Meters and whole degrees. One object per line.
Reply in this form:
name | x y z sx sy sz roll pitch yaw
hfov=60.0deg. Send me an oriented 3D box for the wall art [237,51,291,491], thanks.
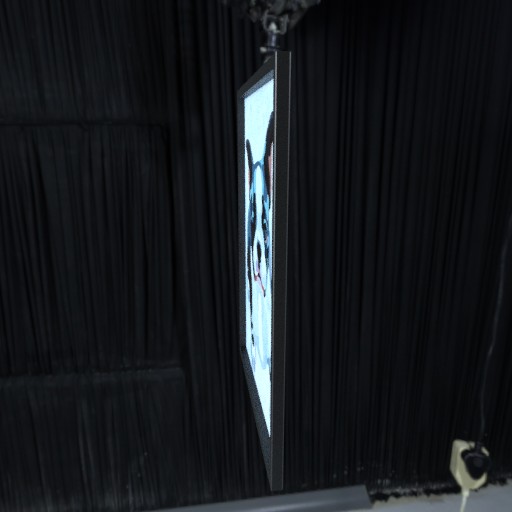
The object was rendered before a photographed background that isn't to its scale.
wall art | 0.000 0.000 1.363 0.030 1.027 0.774 -2 15 -8
